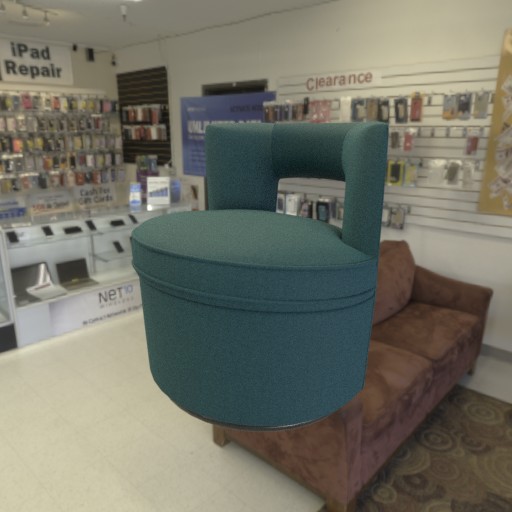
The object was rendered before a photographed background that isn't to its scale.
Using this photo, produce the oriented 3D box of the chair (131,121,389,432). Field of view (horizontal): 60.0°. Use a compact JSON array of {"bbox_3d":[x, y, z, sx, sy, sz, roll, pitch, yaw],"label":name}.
[{"bbox_3d":[0.000,0.000,1.226,0.660,0.711,0.684,-15,22,-42],"label":"chair"}]
